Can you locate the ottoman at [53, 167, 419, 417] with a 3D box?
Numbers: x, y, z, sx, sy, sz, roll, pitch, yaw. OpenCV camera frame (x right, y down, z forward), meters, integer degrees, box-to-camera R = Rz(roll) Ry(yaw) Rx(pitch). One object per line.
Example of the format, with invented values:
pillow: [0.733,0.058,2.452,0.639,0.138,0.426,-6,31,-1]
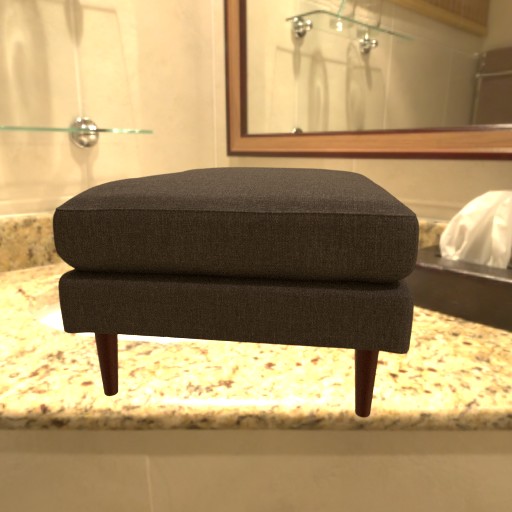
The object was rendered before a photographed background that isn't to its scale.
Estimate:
ottoman: [0.000,0.000,1.223,0.693,0.474,0.821,2,14,8]
